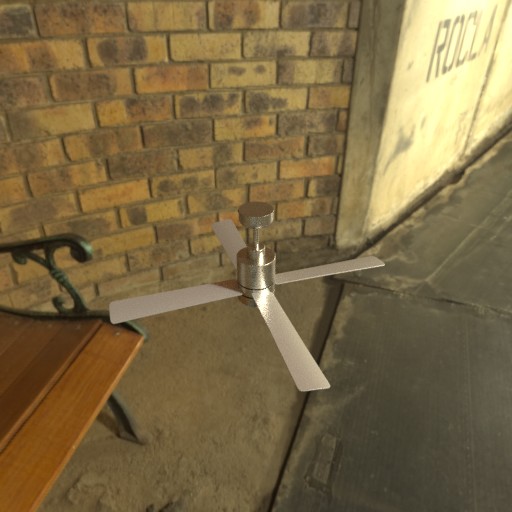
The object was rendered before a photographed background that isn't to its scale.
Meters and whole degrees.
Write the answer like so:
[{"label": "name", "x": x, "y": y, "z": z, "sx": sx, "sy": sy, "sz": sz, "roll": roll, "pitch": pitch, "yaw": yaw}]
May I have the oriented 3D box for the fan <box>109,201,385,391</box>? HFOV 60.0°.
[{"label": "fan", "x": 0.000, "y": 0.000, "z": 2.299, "sx": 1.525, "sy": 0.539, "sz": 1.525, "roll": -10, "pitch": 34, "yaw": -15}]
